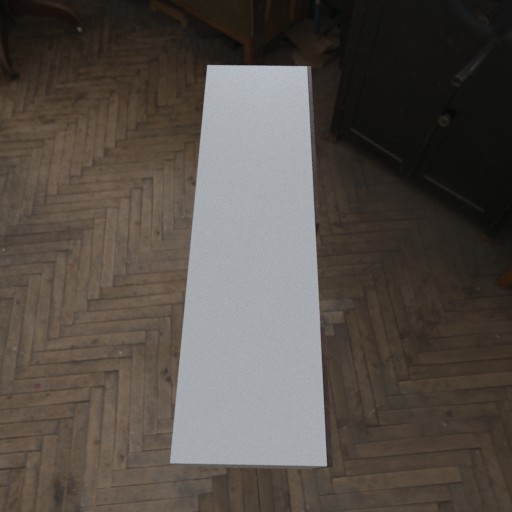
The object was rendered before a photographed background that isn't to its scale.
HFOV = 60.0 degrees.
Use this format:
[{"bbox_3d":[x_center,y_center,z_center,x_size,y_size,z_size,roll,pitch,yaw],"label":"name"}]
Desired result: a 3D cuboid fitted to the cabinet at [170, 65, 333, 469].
[{"bbox_3d":[0.000,0.000,1.742,0.431,0.533,1.499,1,63,0],"label":"cabinet"}]
